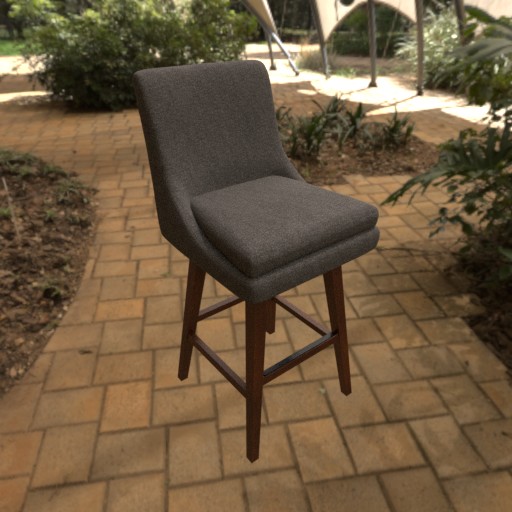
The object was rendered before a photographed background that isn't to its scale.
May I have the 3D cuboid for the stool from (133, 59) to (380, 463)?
[{"bbox_3d":[0.000,0.000,1.389,0.489,1.068,0.572,-21,36,-32],"label":"stool"}]
